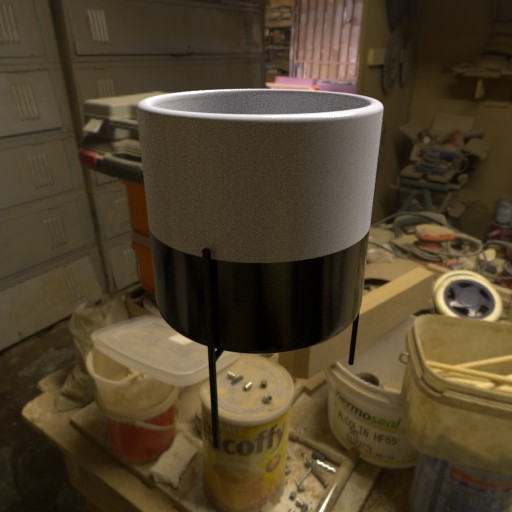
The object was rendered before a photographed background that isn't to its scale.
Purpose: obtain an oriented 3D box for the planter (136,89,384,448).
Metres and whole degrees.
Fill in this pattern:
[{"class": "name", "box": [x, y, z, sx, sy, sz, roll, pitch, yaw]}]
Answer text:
[{"class": "planter", "box": [0.000, 0.000, 0.643, 0.310, 0.432, 0.310, 18, 31, 32]}]
